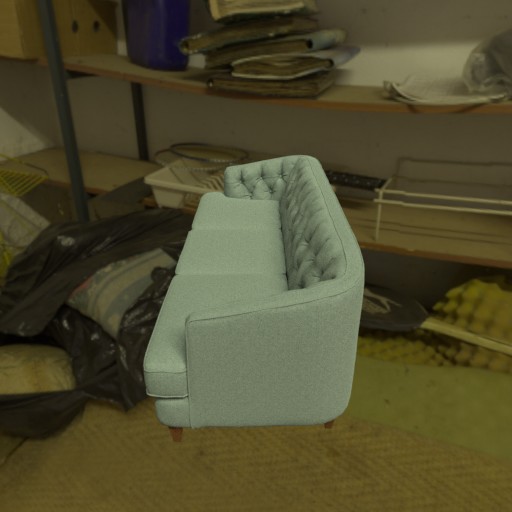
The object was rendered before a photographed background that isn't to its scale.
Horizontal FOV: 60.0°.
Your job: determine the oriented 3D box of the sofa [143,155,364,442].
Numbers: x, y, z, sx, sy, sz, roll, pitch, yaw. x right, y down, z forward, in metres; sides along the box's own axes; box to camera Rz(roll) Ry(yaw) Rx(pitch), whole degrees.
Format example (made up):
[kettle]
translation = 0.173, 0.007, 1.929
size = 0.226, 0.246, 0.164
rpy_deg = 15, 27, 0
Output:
[sofa]
translation = 0.000, 0.000, 2.807
size = 0.941, 0.855, 2.278
rpy_deg = 0, 26, 0
